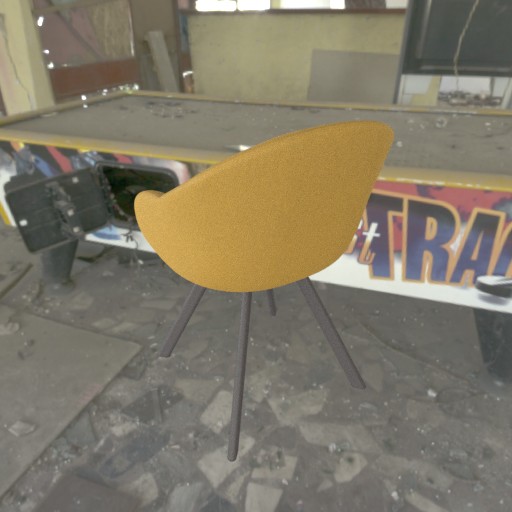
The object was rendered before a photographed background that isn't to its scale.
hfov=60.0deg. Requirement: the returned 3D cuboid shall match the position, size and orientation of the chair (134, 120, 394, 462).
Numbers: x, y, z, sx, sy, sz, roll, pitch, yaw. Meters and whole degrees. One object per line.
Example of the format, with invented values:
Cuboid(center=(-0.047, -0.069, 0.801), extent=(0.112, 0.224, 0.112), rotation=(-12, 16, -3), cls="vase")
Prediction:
Cuboid(center=(0.000, 0.000, 1.190), extent=(0.551, 0.793, 0.583), rotation=(-17, 32, -29), cls="chair")
